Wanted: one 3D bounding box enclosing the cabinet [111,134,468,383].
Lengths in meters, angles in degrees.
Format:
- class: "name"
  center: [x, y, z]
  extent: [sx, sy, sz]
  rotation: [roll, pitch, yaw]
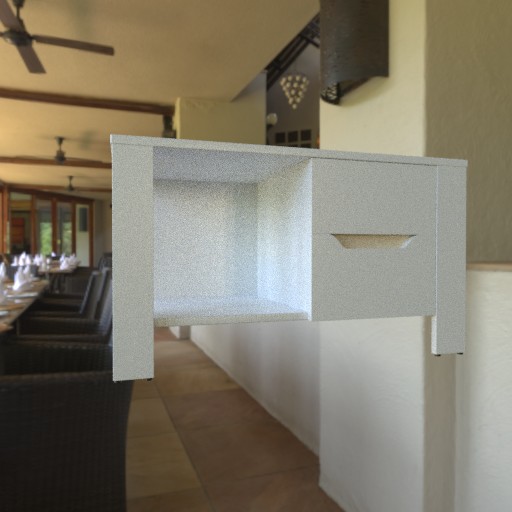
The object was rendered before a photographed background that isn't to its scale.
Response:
- class: "cabinet"
  center: [0.000, 0.000, 1.313]
  extent: [0.800, 0.460, 0.800]
  rotation: [0, 1, -17]
